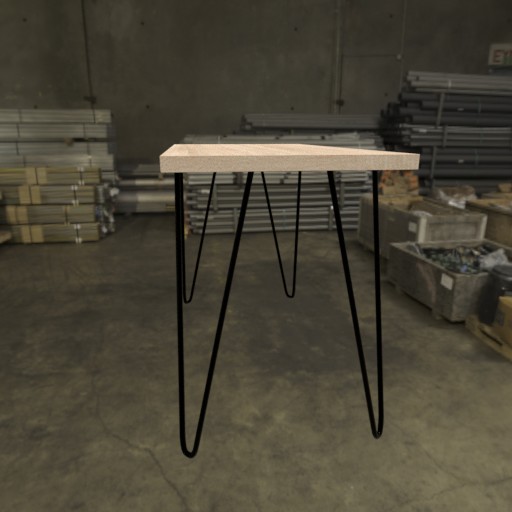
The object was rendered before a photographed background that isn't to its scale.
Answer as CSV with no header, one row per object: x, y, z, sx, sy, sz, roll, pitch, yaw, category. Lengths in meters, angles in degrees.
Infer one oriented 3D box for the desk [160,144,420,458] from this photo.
0.000,0.000,1.390,0.499,0.660,0.991,-2,15,-8,desk
